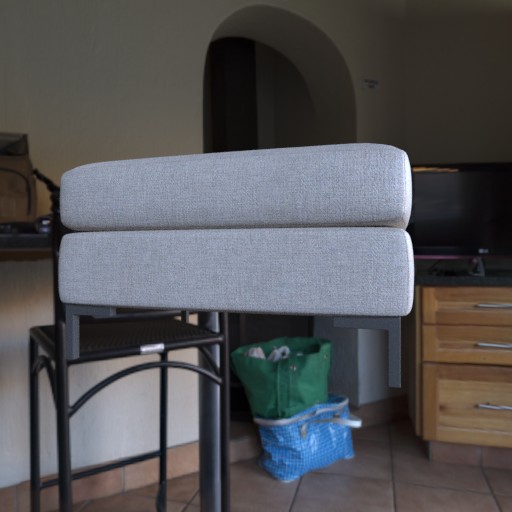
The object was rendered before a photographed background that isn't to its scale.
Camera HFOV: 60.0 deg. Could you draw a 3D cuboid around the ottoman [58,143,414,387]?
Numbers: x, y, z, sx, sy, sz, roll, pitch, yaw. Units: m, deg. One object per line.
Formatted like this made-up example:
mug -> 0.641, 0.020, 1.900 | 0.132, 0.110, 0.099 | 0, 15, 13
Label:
ottoman -> 0.000, 0.000, 1.238 | 0.820, 0.490, 0.671 | 0, 0, 17
